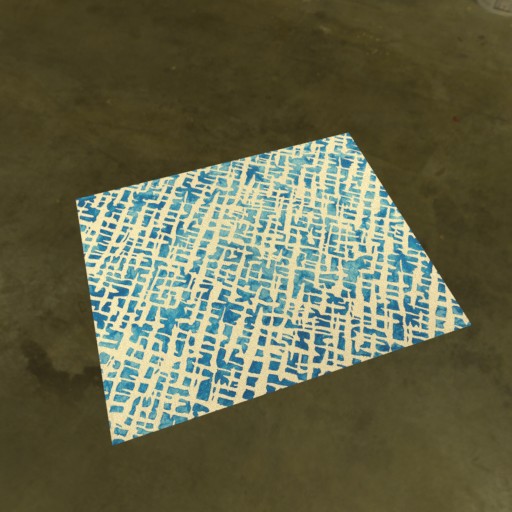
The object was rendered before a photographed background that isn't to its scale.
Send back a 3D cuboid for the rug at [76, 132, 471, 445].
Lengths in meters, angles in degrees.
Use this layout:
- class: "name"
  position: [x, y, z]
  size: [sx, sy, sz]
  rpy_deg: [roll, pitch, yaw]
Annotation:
- class: "rug"
  position: [0.000, 0.000, 4.086]
  size: [3.007, 0.007, 2.435]
  rpy_deg: [-16, 59, -10]
